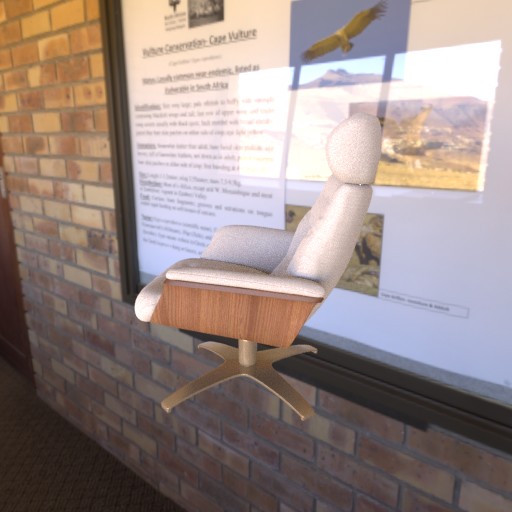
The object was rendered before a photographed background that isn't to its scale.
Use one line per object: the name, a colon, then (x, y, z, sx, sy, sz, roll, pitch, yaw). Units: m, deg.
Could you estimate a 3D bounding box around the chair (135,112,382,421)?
chair: (0.000, 0.000, 1.641, 0.837, 0.995, 0.785, 2, 15, 8)
